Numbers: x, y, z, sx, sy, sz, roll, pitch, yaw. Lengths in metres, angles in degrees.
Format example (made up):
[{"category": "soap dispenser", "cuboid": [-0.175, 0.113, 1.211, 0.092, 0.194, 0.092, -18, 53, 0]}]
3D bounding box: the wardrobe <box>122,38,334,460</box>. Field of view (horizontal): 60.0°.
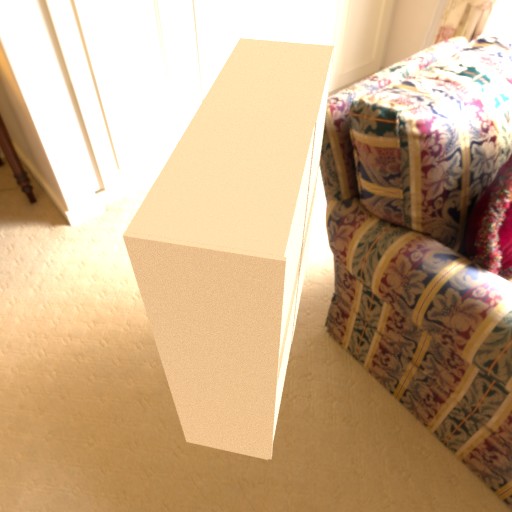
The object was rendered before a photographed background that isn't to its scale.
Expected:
[{"category": "wardrobe", "cuboid": [0.000, 0.000, 2.912, 0.600, 2.020, 1.830, 9, 48, 8]}]
